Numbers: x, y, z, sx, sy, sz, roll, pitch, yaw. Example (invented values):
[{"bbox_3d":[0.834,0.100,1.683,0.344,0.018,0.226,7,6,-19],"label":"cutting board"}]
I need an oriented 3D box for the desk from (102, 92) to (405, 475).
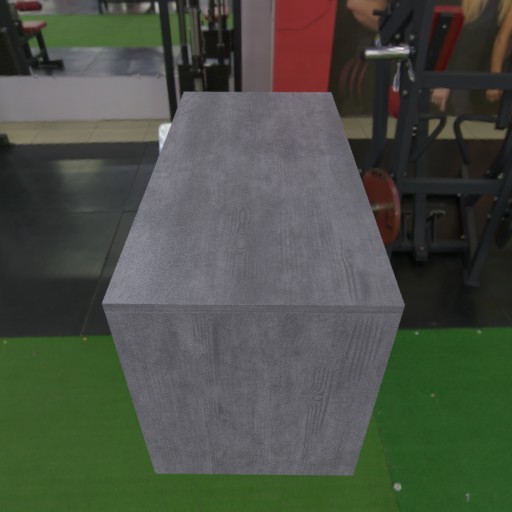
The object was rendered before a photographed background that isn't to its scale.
[{"bbox_3d":[0.000,0.000,1.575,0.600,0.740,1.200,0,39,0],"label":"desk"}]
